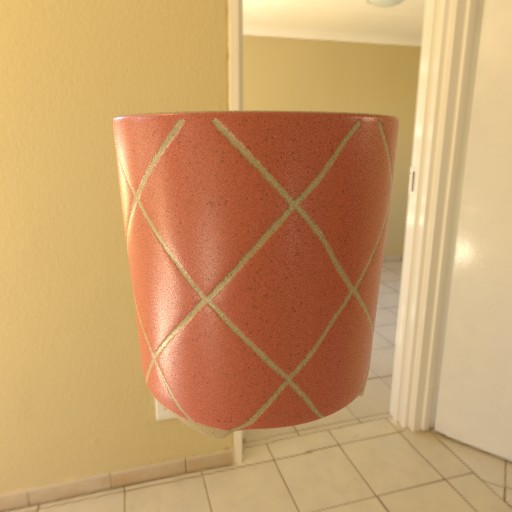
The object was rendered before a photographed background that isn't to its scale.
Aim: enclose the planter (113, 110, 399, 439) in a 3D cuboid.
[{"bbox_3d":[0.000,0.000,0.397,0.227,0.235,0.227,0,15,0],"label":"planter"}]
